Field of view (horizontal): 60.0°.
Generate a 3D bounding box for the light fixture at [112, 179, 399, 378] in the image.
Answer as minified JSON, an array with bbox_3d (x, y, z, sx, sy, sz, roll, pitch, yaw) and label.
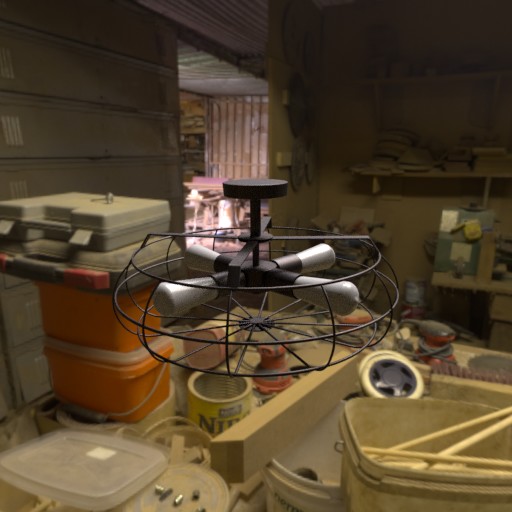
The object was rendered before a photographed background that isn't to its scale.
[{"bbox_3d":[0.000,0.000,0.931,0.582,0.311,0.582,0,14,0],"label":"light fixture"}]
